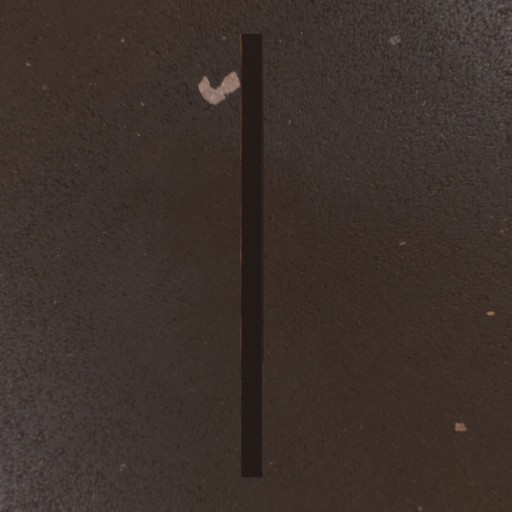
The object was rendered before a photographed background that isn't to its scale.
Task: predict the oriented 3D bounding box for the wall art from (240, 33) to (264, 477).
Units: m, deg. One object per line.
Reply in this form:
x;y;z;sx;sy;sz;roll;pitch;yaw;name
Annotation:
0.000;0.000;1.141;0.038;0.762;0.762;0;90;1;wall art
